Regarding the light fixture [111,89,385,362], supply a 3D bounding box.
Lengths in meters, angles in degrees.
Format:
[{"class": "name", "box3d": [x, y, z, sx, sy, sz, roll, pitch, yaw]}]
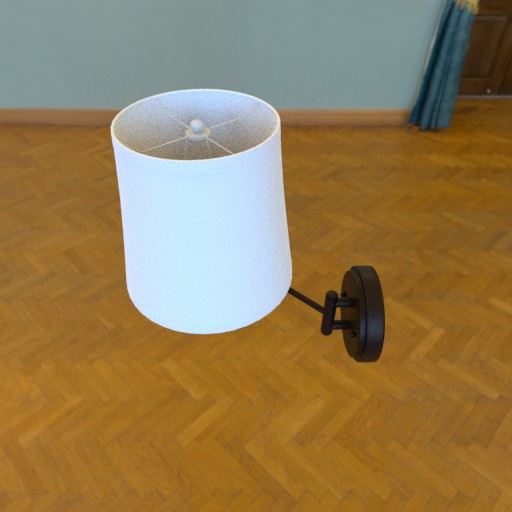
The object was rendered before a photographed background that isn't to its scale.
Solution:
[{"class": "light fixture", "box3d": [0.000, 0.000, 0.266, 0.157, 0.172, 0.100, -1, 41, -1]}]
